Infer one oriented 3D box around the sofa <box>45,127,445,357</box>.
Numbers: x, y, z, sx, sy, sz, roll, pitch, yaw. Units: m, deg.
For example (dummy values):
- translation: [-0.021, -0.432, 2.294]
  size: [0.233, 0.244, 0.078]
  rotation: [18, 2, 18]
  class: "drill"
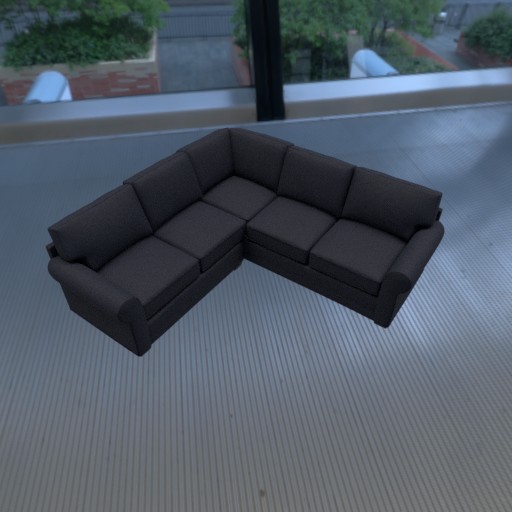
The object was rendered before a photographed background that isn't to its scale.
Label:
- translation: [0.000, 0.000, 3.914]
  size: [2.562, 1.042, 2.487]
  rotation: [25, 47, 26]
  class: "sofa"
